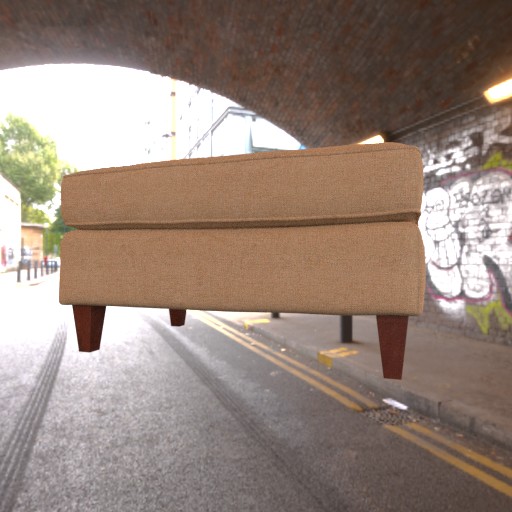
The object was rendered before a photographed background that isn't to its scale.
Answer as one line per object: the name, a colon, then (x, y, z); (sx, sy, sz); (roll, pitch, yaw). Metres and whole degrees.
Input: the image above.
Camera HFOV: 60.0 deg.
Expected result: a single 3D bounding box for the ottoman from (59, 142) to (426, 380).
ottoman: (0.000, 0.000, 1.218); (0.862, 0.484, 0.583); (0, 0, 19)
